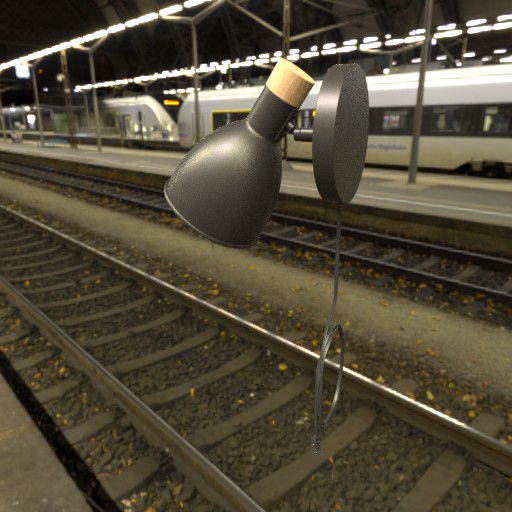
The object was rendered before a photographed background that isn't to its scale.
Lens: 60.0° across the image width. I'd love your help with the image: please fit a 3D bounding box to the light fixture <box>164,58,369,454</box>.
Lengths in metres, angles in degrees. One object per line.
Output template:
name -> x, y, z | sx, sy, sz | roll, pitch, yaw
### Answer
light fixture -> 0.000, 0.000, 0.492 | 0.203, 0.401, 0.127 | 8, 18, 25
